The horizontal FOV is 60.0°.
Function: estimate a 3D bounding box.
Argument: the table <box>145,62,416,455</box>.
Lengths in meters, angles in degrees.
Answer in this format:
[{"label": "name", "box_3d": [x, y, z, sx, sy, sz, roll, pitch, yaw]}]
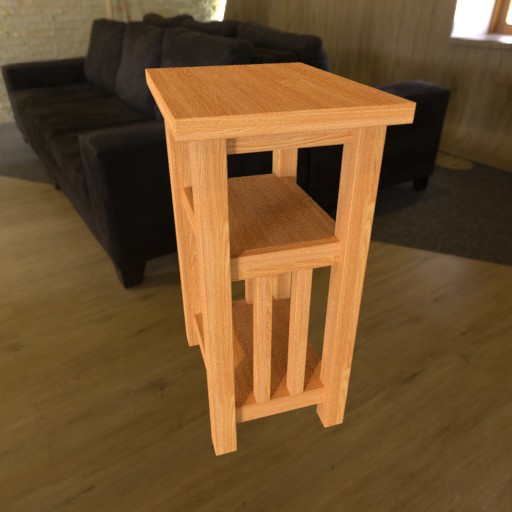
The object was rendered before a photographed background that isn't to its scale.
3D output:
[{"label": "table", "box_3d": [0.000, 0.000, 0.745, 0.270, 0.550, 0.350, -9, 32, -14]}]
